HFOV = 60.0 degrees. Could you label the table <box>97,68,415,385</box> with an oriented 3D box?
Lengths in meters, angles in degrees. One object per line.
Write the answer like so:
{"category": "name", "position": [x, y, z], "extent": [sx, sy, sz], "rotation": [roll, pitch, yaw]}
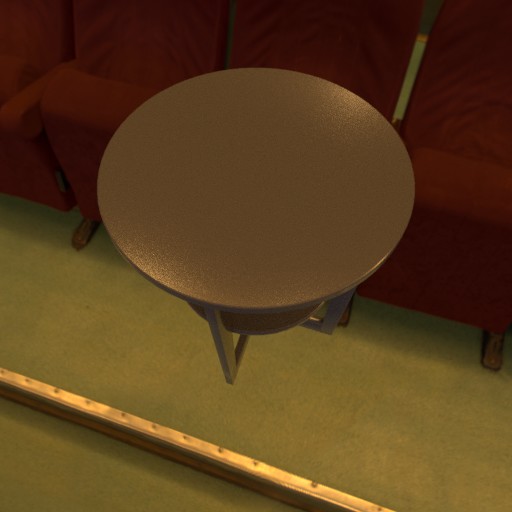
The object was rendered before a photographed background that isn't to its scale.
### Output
{"category": "table", "position": [0.000, 0.000, 0.941], "extent": [0.500, 0.550, 0.500], "rotation": [0, 58, 0]}
